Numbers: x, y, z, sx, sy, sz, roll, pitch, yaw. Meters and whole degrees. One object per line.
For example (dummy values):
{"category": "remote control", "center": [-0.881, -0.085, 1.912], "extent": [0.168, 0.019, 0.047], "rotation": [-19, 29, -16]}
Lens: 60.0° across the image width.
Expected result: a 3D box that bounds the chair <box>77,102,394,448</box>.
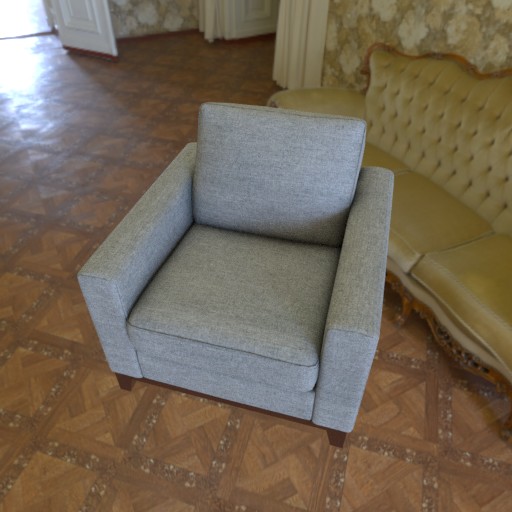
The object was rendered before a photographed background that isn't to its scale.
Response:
{"category": "chair", "center": [0.000, 0.000, 1.873], "extent": [1.024, 1.010, 1.038], "rotation": [11, 42, 12]}
